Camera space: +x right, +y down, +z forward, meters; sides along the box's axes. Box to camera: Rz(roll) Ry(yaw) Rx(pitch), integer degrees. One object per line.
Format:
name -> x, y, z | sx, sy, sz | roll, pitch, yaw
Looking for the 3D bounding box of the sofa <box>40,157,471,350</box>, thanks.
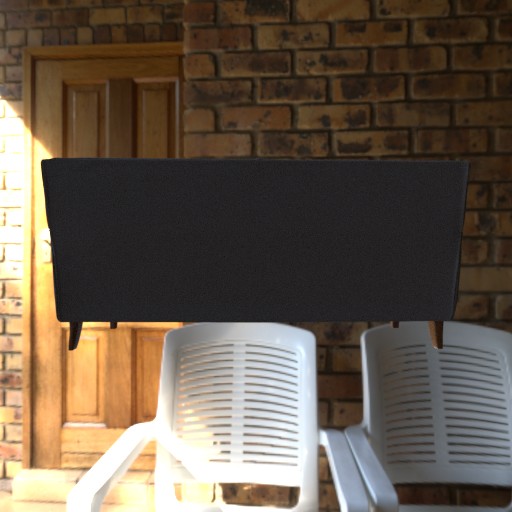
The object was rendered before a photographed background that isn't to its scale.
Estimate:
sofa -> 0.000, 0.000, 2.457 | 2.002, 0.907, 0.843 | 0, 0, -1
